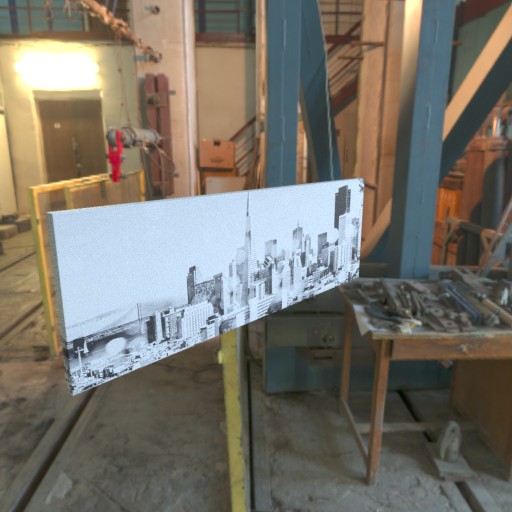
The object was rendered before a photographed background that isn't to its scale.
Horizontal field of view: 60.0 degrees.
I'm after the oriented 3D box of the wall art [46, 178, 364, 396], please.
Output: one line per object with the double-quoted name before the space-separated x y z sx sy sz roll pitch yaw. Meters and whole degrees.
"wall art" 0.000 0.000 1.710 0.039 0.507 1.520 13 19 41
